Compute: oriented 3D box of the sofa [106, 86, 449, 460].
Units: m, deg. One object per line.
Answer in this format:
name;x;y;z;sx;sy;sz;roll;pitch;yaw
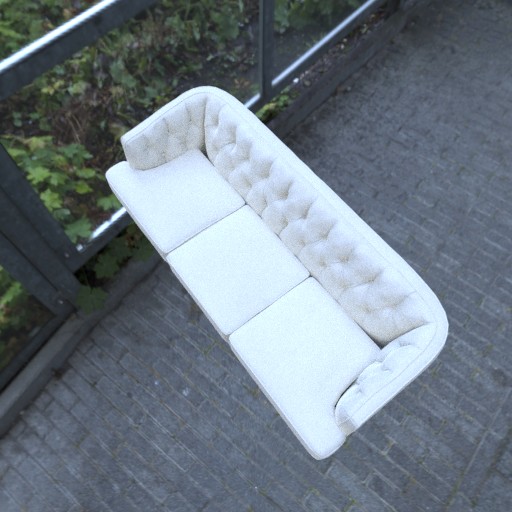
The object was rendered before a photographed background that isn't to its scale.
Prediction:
sofa;0.000;0.000;2.776;0.941;0.855;2.278;-34;67;-16
